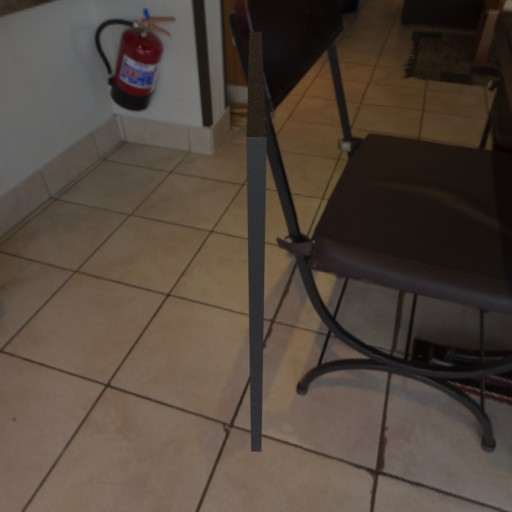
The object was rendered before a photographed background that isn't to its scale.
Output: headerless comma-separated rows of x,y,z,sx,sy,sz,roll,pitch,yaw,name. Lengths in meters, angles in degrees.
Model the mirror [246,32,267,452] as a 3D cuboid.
0.000,0.000,1.510,0.038,1.219,0.762,0,40,0,mirror
